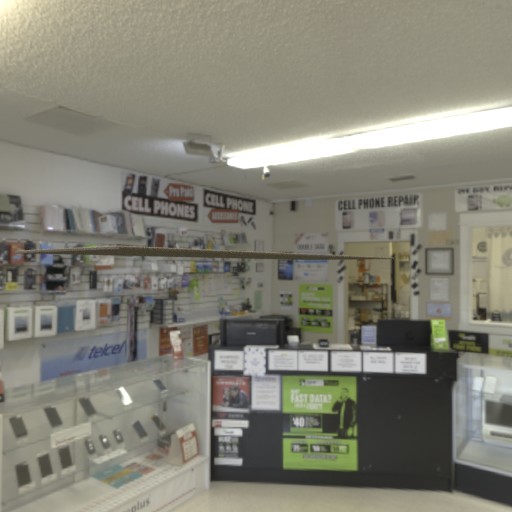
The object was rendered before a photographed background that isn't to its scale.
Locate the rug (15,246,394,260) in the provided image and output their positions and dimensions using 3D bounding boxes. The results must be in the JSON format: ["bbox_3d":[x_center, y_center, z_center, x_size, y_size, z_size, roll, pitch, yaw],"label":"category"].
[{"bbox_3d":[0.000,0.000,2.648,0.769,0.012,2.448,-1,-2,38],"label":"rug"}]
